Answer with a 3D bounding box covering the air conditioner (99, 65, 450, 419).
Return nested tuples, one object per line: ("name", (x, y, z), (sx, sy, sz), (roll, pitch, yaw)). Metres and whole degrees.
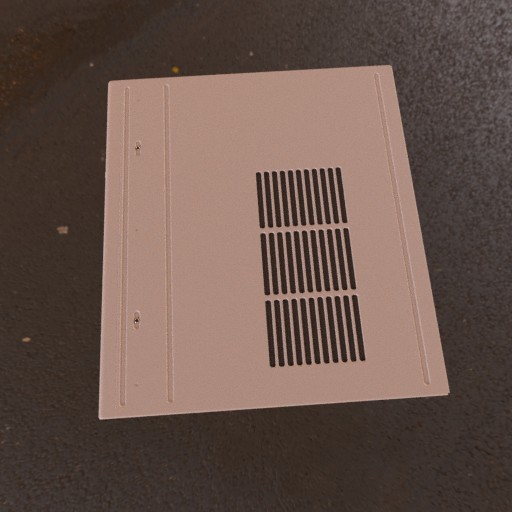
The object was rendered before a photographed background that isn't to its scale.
("air conditioner", (0.000, 0.000, 1.026), (0.599, 0.455, 0.645), (-4, 74, -1))
